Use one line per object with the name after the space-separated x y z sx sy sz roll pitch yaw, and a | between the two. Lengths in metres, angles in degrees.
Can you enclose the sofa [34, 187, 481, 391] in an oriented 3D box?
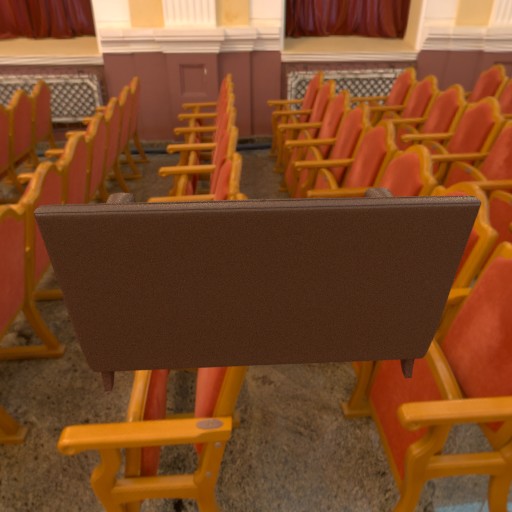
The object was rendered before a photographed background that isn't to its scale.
0.000 0.000 2.017 1.468 0.859 0.853 -2 30 -3 | sofa
